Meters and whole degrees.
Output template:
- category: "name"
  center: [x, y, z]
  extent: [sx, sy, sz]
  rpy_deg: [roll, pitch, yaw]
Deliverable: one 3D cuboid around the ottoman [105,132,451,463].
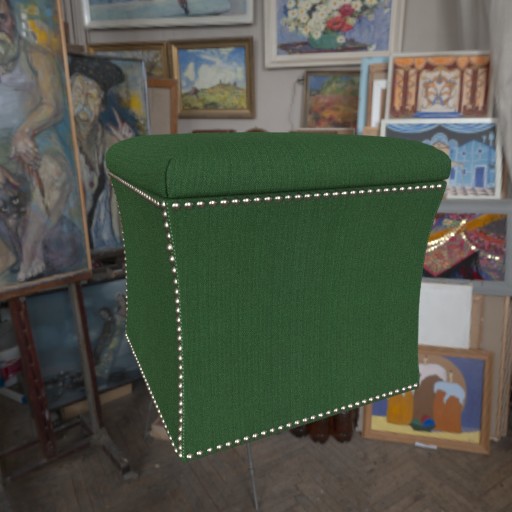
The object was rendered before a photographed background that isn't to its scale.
- category: "ottoman"
  center: [0.000, 0.000, 0.881]
  extent: [0.497, 0.475, 0.507]
  rpy_deg: [-7, 18, -24]
